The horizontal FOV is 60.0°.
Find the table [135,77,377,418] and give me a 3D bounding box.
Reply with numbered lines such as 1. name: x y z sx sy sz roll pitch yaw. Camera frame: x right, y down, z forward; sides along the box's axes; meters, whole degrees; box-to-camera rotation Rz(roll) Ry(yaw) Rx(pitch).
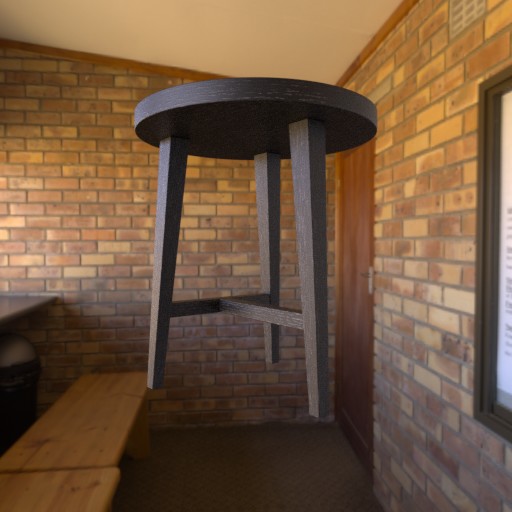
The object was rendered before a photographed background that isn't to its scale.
1. table: 0.000 0.000 0.761 0.399 0.460 0.399 0 2 0
